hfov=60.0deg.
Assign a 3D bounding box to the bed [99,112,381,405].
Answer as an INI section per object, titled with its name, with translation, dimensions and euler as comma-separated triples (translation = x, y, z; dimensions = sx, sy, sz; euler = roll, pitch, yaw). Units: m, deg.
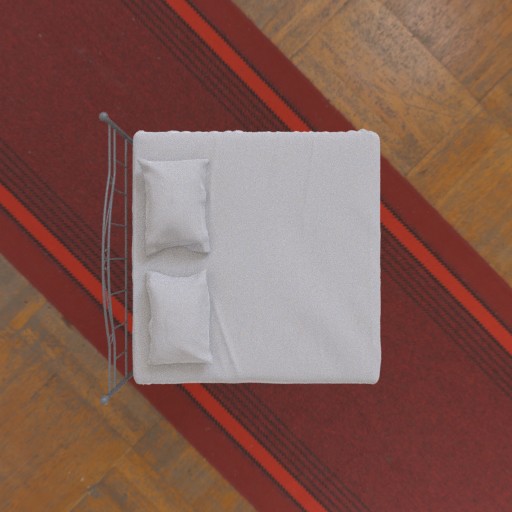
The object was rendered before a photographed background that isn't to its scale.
[bed]
translation = 0.000, 0.000, 3.593
dimensions = 2.220, 1.080, 2.309
euler = 0, 90, 0
